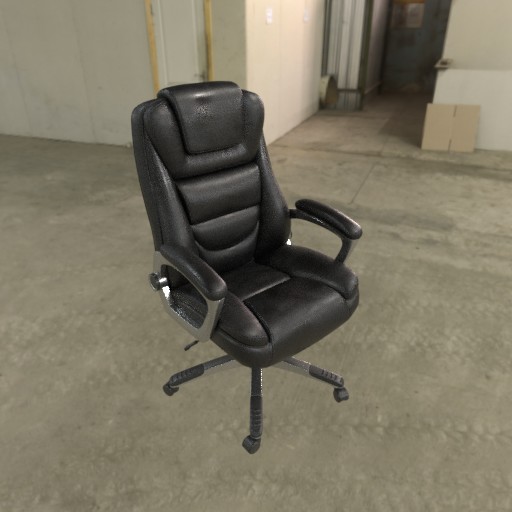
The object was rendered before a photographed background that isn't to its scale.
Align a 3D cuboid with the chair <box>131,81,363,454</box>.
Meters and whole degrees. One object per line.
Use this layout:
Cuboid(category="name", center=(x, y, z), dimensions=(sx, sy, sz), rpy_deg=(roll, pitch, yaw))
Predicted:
Cuboid(category="chair", center=(0.000, 0.000, 1.538), dimensions=(0.697, 1.075, 0.689), rpy_deg=(-22, 36, -33))
